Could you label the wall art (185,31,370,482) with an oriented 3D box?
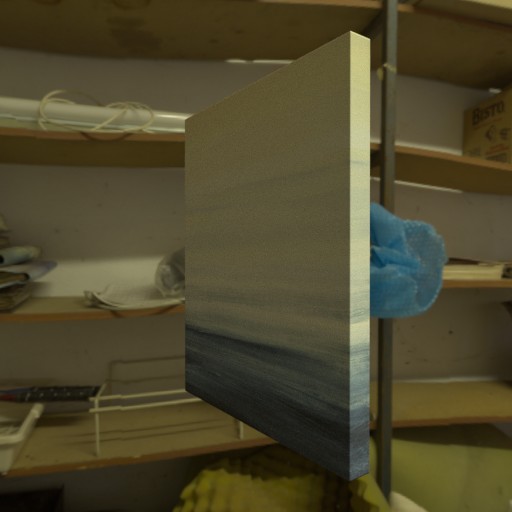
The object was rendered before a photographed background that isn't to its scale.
[{"bbox_3d":[0.000,0.000,0.808,0.040,0.608,0.489,0,0,-36],"label":"wall art"}]
